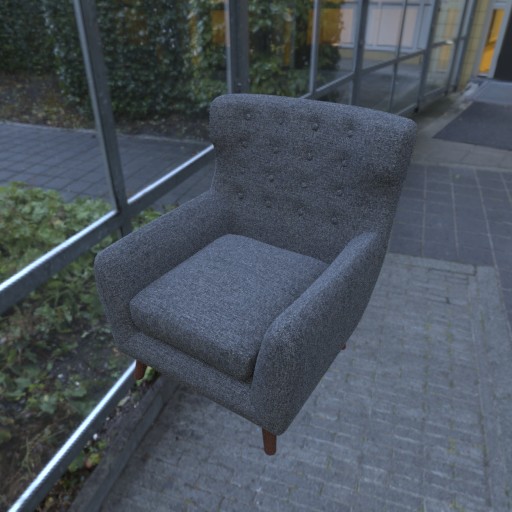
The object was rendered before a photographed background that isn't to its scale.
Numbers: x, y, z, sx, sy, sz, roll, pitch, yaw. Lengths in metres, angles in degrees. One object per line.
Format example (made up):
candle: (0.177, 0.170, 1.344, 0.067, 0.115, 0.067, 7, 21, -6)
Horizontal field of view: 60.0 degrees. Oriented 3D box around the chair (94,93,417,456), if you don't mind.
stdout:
chair: (0.000, 0.000, 1.760, 0.889, 1.039, 0.940, 18, 36, 27)
